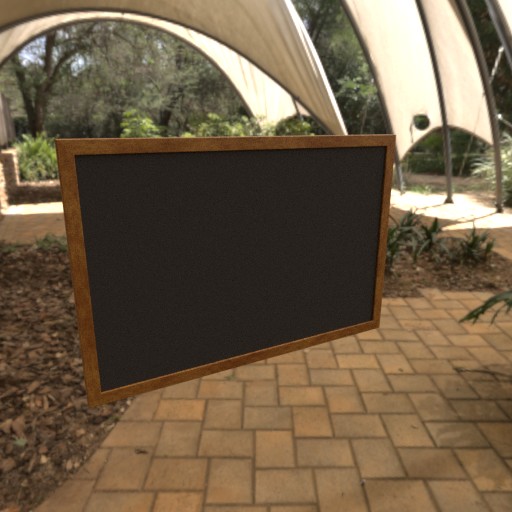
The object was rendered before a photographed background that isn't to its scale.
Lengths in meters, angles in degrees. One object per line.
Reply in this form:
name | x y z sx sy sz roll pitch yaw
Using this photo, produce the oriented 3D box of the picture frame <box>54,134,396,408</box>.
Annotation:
picture frame | 0.000 0.000 1.192 0.922 0.621 0.029 -9 19 -27
